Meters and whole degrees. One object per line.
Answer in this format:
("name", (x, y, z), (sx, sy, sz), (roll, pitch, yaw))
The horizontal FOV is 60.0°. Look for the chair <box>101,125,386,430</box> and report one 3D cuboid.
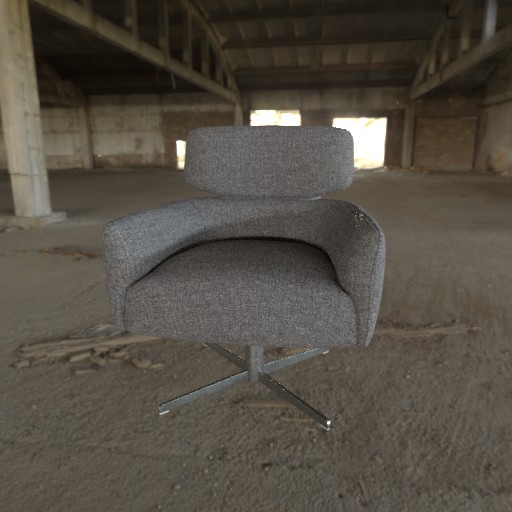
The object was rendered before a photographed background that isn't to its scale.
("chair", (0.000, 0.000, 1.377), (0.706, 0.812, 0.715), (2, 14, 8))
